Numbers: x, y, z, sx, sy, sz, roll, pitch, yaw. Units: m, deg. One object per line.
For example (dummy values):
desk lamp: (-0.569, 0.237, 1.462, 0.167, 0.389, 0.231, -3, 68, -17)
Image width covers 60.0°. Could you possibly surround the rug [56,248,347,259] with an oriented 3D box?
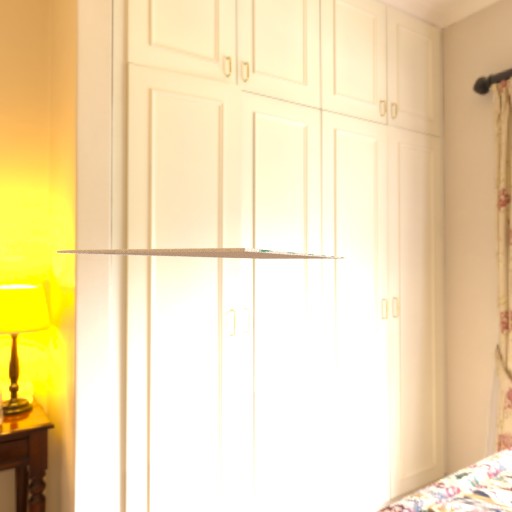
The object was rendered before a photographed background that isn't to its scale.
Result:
rug: (0.000, 0.000, 2.700, 0.768, 0.012, 2.438, 0, -1, 19)
